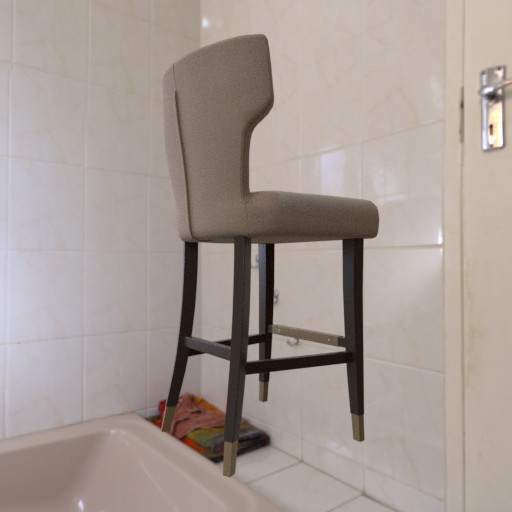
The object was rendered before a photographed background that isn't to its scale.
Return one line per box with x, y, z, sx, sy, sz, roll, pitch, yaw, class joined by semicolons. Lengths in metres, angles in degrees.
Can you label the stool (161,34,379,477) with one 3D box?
0.000;0.000;1.377;0.563;1.092;0.526;1;-1;-37;stool
